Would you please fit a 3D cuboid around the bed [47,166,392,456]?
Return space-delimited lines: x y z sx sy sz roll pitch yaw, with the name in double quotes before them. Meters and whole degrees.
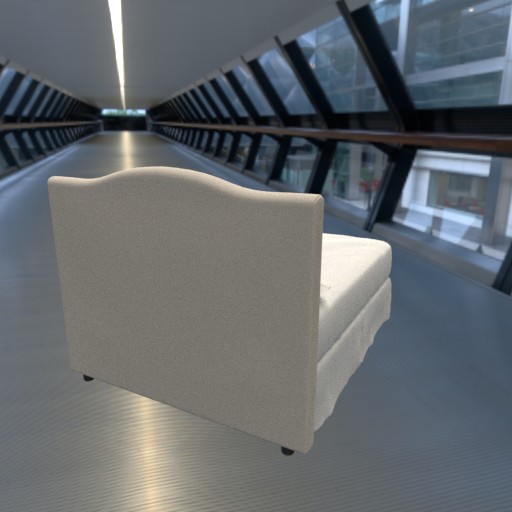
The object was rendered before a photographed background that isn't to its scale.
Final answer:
"bed" 0.000 0.000 3.346 1.753 1.460 2.143 8 18 27
